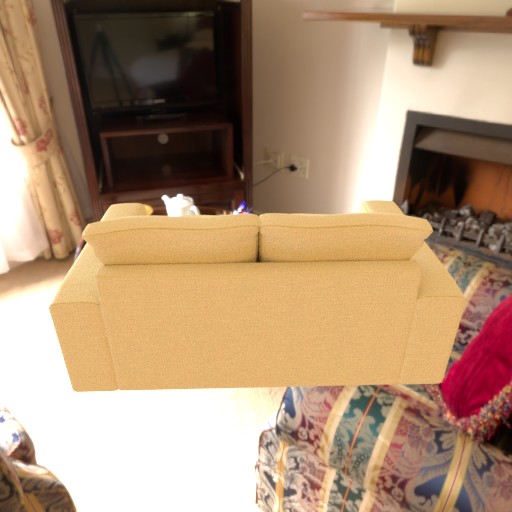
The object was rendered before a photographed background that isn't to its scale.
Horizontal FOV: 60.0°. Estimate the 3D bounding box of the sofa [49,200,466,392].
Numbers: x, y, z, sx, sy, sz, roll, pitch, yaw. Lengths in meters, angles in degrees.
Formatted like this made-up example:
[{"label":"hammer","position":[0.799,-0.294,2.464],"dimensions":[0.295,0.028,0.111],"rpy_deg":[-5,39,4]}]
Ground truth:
[{"label":"sofa","position":[0.000,0.000,2.362],"dimensions":[1.754,0.875,1.091],"rpy_deg":[-1,30,-2]}]
